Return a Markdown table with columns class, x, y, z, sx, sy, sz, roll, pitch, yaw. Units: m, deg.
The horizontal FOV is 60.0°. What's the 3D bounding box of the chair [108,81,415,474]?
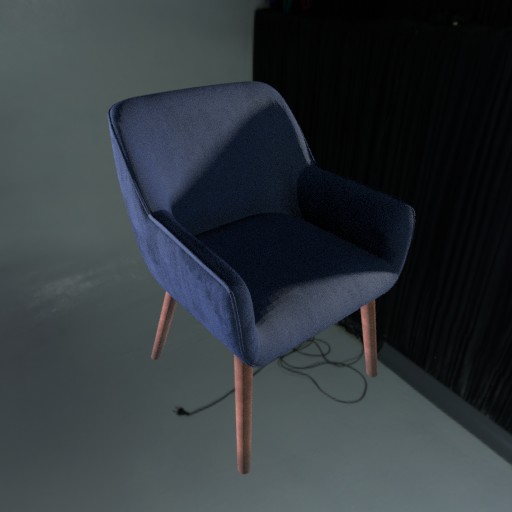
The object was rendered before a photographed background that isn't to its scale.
| class | x | y | z | sx | sy | sz | roll | pitch | yaw |
| --- | --- | --- | --- | --- | --- | --- | --- | --- | --- |
| chair | 0.000 | 0.000 | 1.240 | 0.600 | 0.820 | 0.600 | -23 | 38 | -33 |
